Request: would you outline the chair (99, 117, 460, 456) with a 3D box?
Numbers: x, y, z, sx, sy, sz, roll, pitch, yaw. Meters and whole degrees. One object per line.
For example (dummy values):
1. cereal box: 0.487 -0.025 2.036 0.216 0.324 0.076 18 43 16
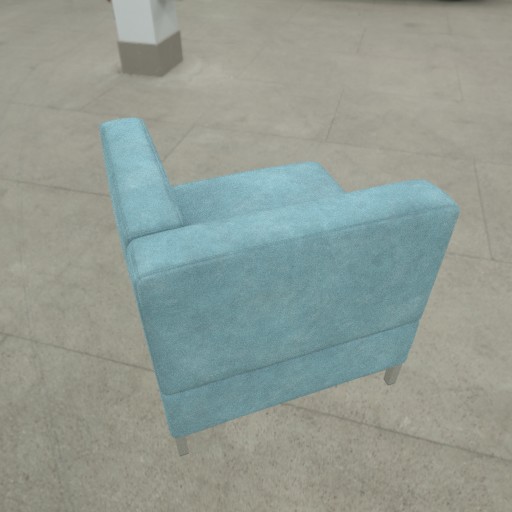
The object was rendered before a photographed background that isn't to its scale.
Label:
1. chair: 0.000 0.000 1.249 0.691 0.660 0.684 -13 43 -15
